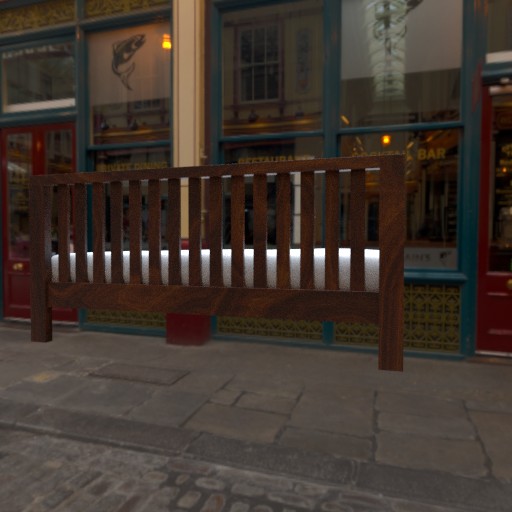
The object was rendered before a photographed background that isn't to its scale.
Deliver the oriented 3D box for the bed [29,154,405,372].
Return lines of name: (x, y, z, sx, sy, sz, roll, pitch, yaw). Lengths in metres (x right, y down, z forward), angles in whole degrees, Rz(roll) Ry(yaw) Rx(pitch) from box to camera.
bed: (0.000, 0.000, 3.062, 1.905, 0.890, 2.030, 0, 1, 17)
